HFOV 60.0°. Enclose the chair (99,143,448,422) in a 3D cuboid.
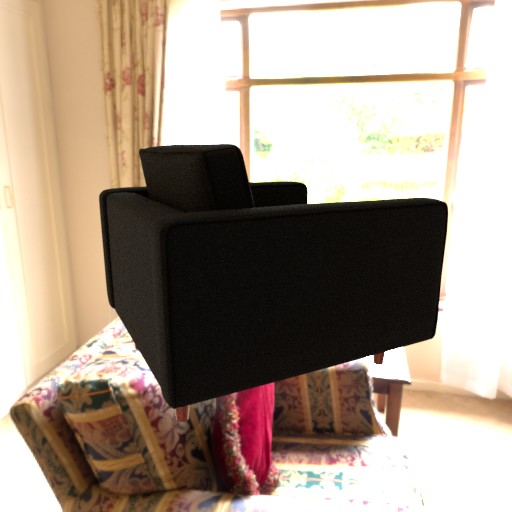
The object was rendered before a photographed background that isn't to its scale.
[{"bbox_3d":[0.000,0.000,1.575,0.920,0.770,0.899,-7,15,-27],"label":"chair"}]
